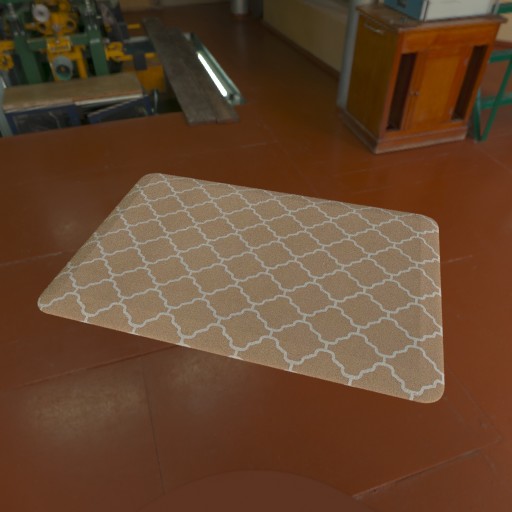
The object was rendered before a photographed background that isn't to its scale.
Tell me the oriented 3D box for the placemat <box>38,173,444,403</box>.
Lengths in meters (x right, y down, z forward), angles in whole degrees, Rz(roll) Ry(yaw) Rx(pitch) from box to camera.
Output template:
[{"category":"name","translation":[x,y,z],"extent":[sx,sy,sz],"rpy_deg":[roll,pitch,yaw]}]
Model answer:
[{"category":"placemat","translation":[0.000,0.000,0.950],"extent":[0.762,0.021,0.508],"rpy_deg":[11,44,11]}]
